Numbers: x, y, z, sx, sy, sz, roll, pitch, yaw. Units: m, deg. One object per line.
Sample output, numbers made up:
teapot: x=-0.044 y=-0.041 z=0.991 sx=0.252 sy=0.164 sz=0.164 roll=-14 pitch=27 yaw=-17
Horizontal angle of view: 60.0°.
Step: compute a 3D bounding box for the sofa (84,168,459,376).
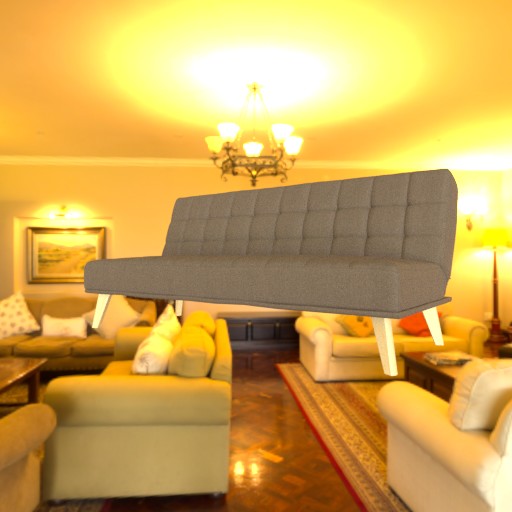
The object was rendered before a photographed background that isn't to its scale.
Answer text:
sofa: x=0.000 y=0.000 z=2.307 sx=1.800 sy=0.810 sz=0.860 roll=0 pitch=0 yaw=36
